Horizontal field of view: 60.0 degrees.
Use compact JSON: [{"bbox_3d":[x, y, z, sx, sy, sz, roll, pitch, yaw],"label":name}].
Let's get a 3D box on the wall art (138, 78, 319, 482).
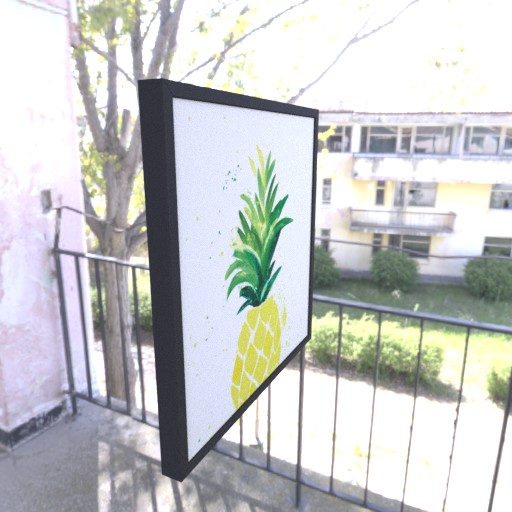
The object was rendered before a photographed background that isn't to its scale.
[{"bbox_3d":[0.000,0.000,0.758,0.033,0.507,0.508,7,16,26],"label":"wall art"}]
